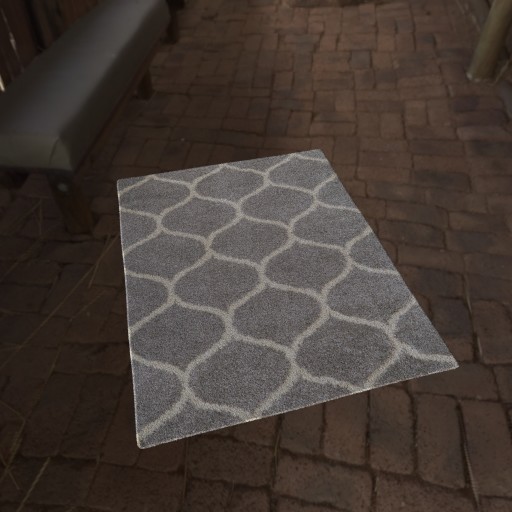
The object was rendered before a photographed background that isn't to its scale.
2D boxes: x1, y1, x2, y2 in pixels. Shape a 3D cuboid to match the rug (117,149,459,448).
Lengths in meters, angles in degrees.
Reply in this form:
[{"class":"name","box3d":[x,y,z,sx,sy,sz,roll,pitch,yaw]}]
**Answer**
[{"class":"rug","box3d":[0.000,0.000,4.122,2.399,0.026,3.000,-11,48,-10]}]
